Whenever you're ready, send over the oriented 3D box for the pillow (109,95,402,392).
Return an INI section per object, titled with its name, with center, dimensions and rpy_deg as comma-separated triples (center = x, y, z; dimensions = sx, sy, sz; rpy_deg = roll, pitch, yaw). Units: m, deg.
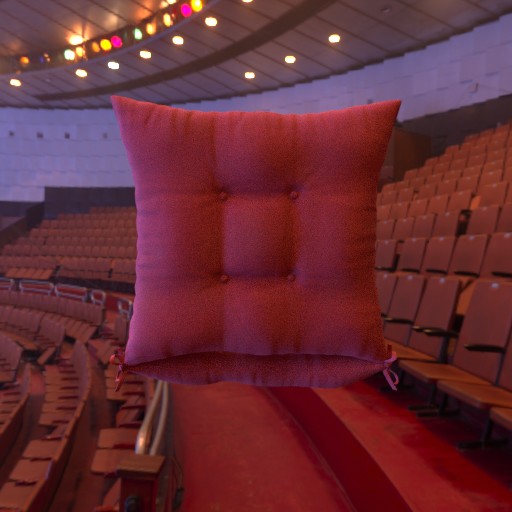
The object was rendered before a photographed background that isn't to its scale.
[pillow]
center = 0.000, 0.000, 1.000
dimensions = 0.541, 0.536, 0.585
rpy_deg = 0, -1, -1
